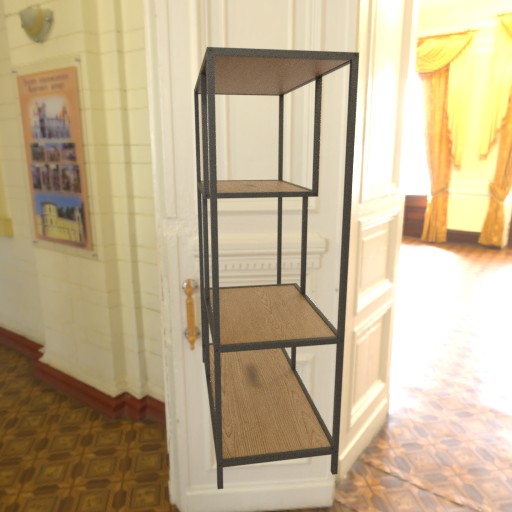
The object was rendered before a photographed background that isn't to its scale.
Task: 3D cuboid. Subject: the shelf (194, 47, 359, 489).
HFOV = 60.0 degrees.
[{"bbox_3d":[0.000,0.000,1.495,0.350,1.138,0.770,-2,14,-9],"label":"shelf"}]
